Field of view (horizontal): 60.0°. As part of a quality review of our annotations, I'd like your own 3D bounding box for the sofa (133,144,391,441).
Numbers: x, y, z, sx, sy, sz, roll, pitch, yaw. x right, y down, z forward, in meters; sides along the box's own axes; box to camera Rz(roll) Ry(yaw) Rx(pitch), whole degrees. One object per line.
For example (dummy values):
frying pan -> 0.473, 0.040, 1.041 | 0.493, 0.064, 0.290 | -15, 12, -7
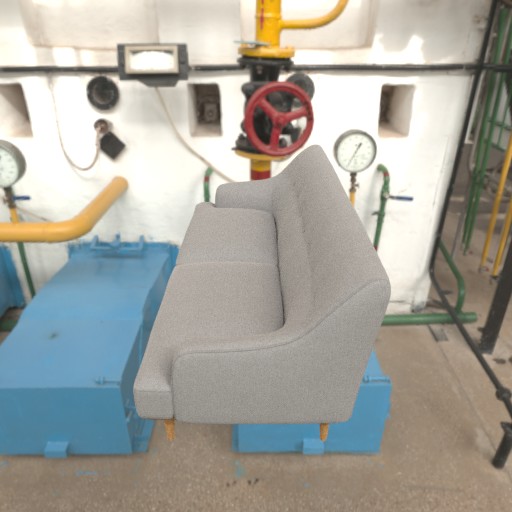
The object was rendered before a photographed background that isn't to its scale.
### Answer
sofa -> 0.000, 0.000, 2.598 | 0.978, 0.871, 2.057 | 0, 28, 0
